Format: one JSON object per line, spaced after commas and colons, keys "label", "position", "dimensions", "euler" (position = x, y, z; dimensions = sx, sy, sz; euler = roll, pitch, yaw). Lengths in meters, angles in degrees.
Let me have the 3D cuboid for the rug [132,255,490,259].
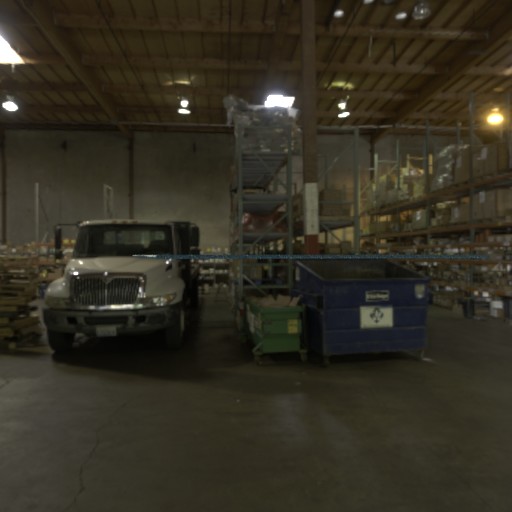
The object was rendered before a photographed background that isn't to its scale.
{"label": "rug", "position": [0.000, 0.000, 2.982], "dimensions": [1.530, 0.015, 2.449], "euler": [0, 0, -18]}
